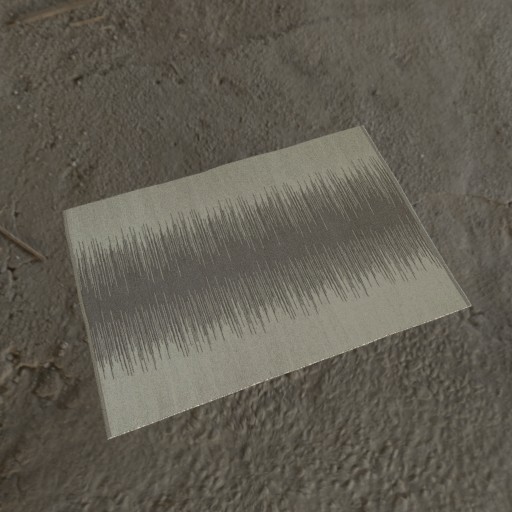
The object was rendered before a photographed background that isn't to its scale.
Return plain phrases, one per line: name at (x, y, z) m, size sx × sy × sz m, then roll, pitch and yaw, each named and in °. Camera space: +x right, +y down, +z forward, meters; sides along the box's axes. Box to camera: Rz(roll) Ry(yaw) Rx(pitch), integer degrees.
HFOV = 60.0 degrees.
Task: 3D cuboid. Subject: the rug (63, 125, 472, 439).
rug at (0.000, 0.000, 2.293) m, size 1.815 × 0.007 × 1.226 m, roll -18°, pitch 65°, yaw -9°
